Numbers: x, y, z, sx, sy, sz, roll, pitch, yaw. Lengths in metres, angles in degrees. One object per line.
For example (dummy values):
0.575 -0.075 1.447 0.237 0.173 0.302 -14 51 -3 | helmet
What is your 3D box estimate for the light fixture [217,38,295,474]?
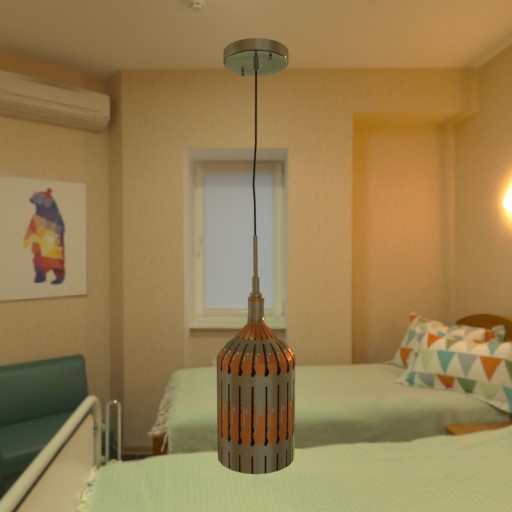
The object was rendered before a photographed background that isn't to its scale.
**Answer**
0.000 0.000 1.697 0.303 1.535 0.303 0 1 0 | light fixture
